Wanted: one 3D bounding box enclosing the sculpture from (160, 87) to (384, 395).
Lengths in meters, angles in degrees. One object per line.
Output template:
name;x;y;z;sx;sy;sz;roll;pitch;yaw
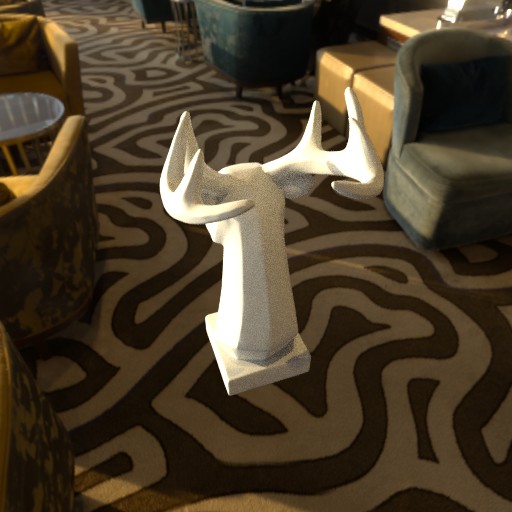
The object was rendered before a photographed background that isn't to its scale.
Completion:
sculpture;0.000;0.000;0.453;0.174;0.329;0.224;-13;43;-14
